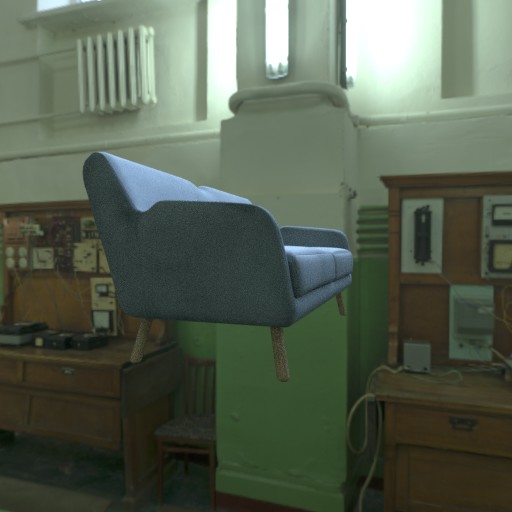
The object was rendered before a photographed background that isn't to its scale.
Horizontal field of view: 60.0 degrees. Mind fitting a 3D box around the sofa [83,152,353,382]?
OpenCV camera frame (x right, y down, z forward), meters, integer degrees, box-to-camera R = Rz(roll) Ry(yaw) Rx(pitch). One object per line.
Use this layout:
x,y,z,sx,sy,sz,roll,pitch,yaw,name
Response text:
0.000,0.000,2.333,0.850,0.810,1.870,0,1,18,sofa
